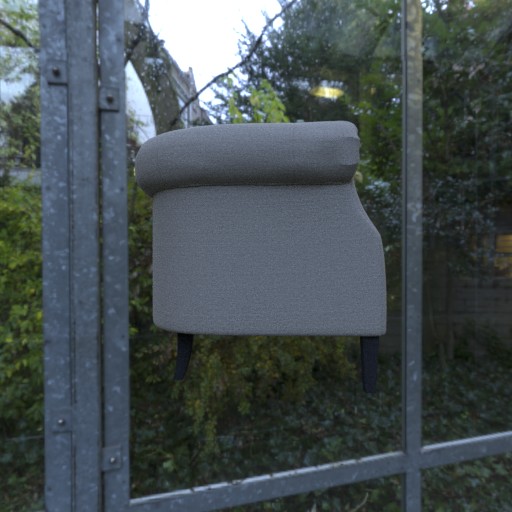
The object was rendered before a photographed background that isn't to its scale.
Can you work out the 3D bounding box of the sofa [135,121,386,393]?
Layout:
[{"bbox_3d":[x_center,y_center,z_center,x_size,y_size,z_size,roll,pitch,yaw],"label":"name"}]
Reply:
[{"bbox_3d":[0.000,0.000,2.037,0.835,0.827,1.558,0,0,1],"label":"sofa"}]
